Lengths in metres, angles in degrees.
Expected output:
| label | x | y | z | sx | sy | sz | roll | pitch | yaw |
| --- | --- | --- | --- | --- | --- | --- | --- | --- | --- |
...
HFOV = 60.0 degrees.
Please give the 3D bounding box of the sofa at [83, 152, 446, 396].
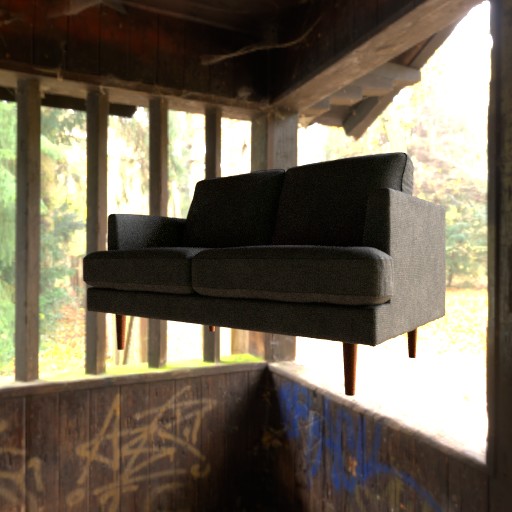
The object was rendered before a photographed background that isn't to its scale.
| label | x | y | z | sx | sy | sz | roll | pitch | yaw |
| --- | --- | --- | --- | --- | --- | --- | --- | --- | --- |
| sofa | 0.000 | 0.000 | 2.148 | 1.582 | 0.956 | 0.903 | 0 | 0 | 36 |
